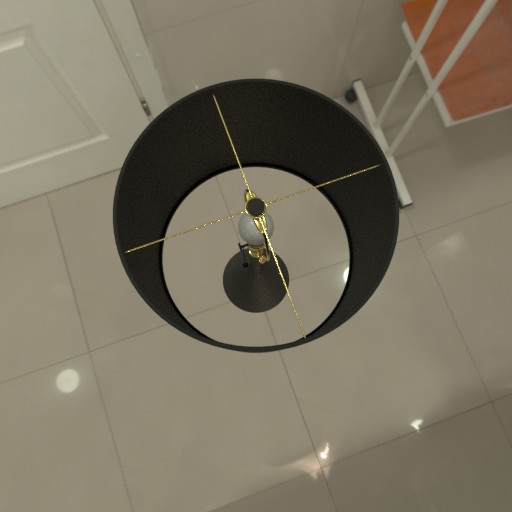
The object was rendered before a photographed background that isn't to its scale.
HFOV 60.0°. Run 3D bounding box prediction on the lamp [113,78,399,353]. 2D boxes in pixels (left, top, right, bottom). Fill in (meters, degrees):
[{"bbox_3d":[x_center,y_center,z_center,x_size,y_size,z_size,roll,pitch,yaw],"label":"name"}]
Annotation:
[{"bbox_3d":[0.000,0.000,0.839,0.359,0.584,0.359,-19,78,-4],"label":"lamp"}]
